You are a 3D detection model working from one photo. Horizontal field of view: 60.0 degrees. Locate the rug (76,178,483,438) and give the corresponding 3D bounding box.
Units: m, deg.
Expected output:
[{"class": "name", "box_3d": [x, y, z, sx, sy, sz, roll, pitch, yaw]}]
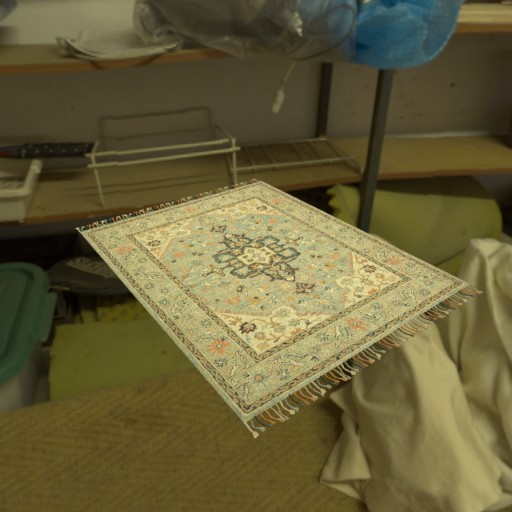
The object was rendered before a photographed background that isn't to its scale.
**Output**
[{"class": "rug", "box_3d": [0.000, 0.000, 3.469, 1.971, 0.010, 2.651, -21, 37, -31]}]
